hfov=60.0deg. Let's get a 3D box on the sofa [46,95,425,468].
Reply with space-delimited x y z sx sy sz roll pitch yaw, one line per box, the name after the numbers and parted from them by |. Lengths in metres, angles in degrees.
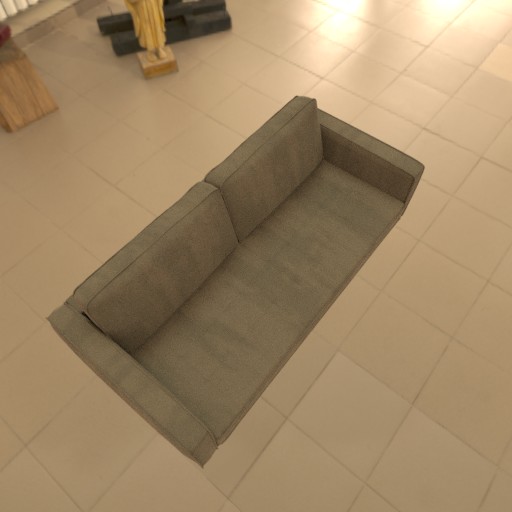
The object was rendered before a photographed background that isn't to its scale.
0.000 0.000 2.376 0.924 0.825 1.920 34 64 19 | sofa
